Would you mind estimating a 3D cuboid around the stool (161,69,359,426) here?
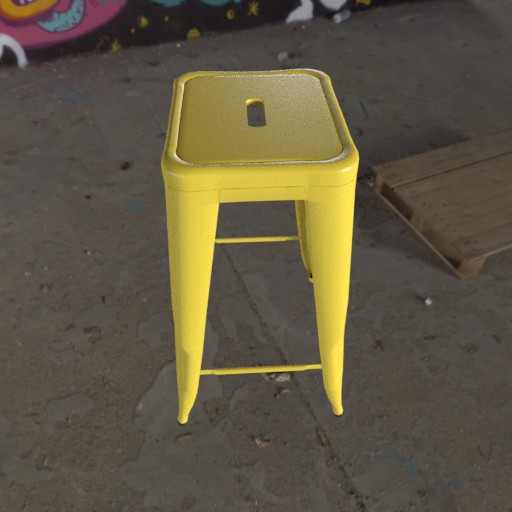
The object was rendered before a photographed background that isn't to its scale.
[{"bbox_3d":[0.000,0.000,0.862,0.359,0.609,0.399,-3,46,-2],"label":"stool"}]
